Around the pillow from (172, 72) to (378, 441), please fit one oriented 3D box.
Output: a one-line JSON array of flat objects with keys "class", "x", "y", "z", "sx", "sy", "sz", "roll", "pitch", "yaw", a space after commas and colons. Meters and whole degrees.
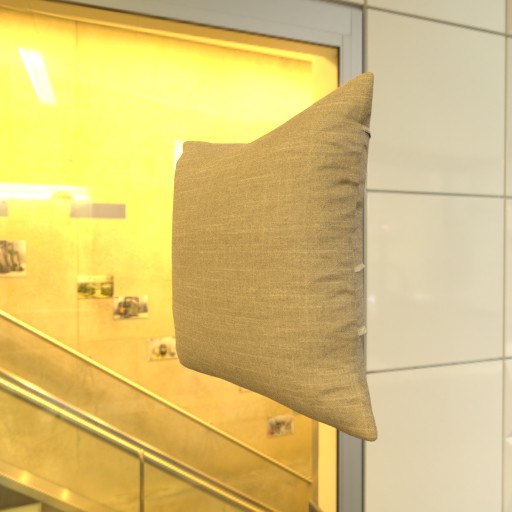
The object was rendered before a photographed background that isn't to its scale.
[{"class": "pillow", "x": 0.000, "y": 0.000, "z": 0.636, "sx": 0.169, "sy": 0.400, "sz": 0.424, "roll": -1, "pitch": 1, "yaw": -39}]
